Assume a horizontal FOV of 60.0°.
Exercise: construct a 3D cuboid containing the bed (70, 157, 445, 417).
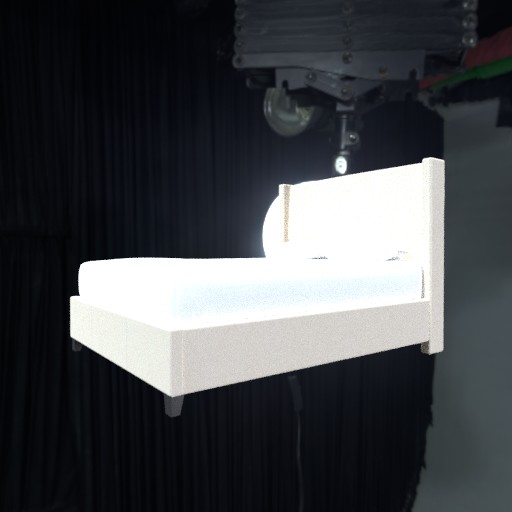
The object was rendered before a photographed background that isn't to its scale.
[{"bbox_3d":[0.000,0.000,3.424,2.293,1.471,1.778,-1,1,-37],"label":"bed"}]
